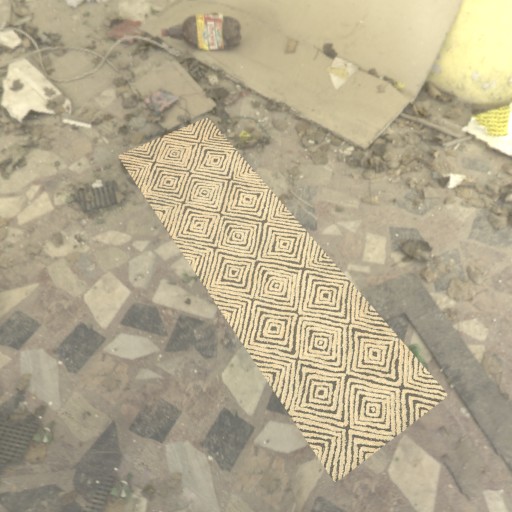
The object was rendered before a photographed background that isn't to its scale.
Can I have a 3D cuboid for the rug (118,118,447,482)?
[{"bbox_3d":[0.000,0.000,2.487,0.676,0.008,2.277,-29,62,-17],"label":"rug"}]
